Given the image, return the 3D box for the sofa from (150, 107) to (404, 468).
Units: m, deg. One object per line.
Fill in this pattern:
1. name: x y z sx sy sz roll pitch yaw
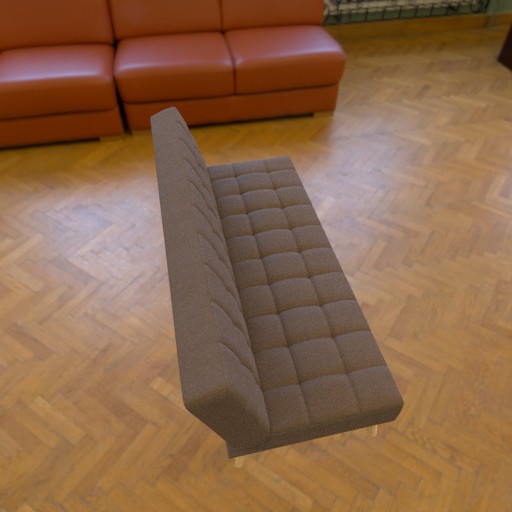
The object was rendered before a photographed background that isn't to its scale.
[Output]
1. sofa: 0.000 0.000 2.292 0.860 0.810 1.800 -9 48 -8
